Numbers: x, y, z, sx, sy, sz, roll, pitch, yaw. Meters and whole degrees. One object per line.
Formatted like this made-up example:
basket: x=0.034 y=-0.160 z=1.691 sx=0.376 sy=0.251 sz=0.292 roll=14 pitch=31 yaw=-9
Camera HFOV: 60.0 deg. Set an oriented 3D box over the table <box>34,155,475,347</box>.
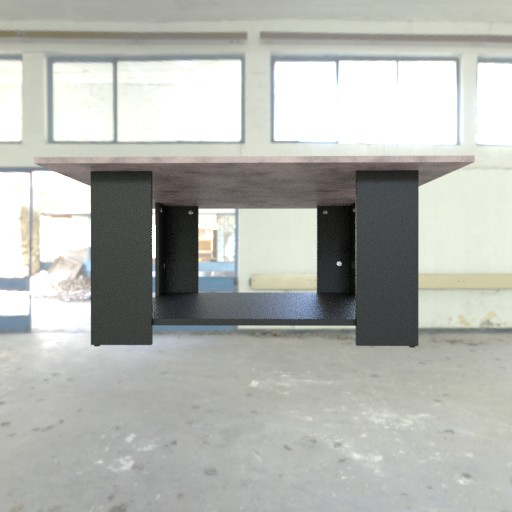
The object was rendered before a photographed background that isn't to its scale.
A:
table: x=0.000 y=0.000 z=1.008 sx=0.670 sy=0.305 sz=0.670 roll=0 pitch=0 yaw=1
